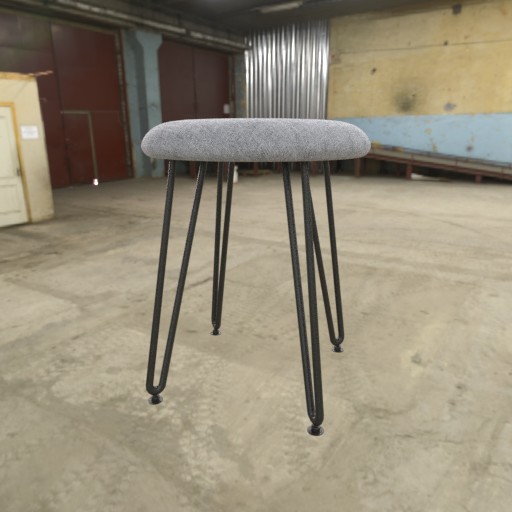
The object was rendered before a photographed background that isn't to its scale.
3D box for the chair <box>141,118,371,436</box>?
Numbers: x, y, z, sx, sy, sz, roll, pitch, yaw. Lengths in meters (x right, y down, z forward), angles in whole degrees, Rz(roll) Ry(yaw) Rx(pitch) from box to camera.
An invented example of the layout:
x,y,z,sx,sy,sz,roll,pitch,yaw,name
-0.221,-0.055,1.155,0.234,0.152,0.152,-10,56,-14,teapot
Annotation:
x,y,z,sx,sy,sz,roll,pitch,yaw,name
0.000,0.000,0.656,0.350,0.386,0.350,-8,18,-27,chair
